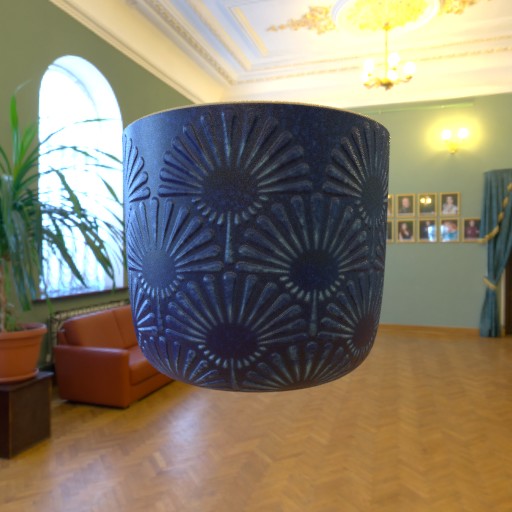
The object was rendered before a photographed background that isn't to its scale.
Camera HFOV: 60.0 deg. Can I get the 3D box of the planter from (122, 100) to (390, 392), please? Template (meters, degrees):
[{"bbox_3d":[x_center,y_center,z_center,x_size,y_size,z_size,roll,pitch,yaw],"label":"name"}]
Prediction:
[{"bbox_3d":[0.000,0.000,0.214,0.124,0.109,0.124,0,1,0],"label":"planter"}]
